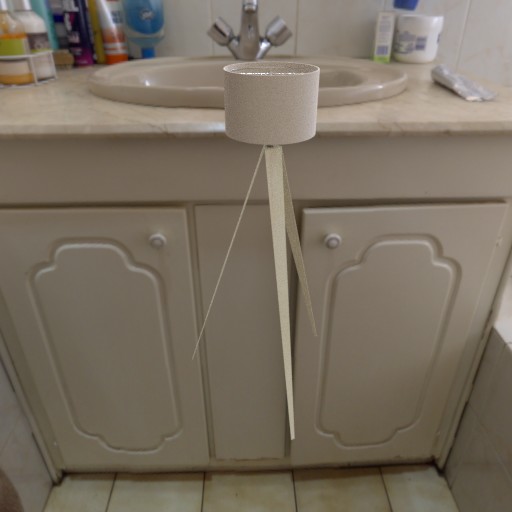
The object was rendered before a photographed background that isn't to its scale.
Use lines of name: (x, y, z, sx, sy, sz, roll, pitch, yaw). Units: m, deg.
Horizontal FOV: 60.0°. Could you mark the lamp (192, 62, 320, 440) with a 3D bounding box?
lamp: (0.000, 0.000, 1.952, 0.716, 1.524, 0.724, 0, 31, 1)
